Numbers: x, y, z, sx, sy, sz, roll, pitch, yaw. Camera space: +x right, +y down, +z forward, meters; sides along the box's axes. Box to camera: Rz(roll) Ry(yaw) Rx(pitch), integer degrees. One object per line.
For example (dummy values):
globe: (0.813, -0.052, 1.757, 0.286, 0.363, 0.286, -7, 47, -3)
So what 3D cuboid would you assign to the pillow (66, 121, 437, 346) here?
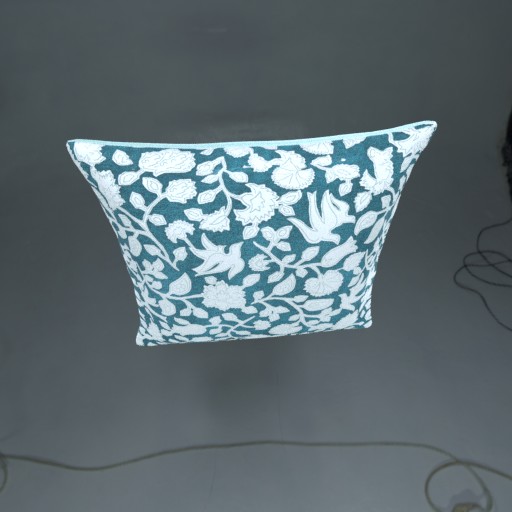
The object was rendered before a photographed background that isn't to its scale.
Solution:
pillow: (0.000, 0.000, 0.804, 0.525, 0.508, 0.166, -4, 48, -4)
